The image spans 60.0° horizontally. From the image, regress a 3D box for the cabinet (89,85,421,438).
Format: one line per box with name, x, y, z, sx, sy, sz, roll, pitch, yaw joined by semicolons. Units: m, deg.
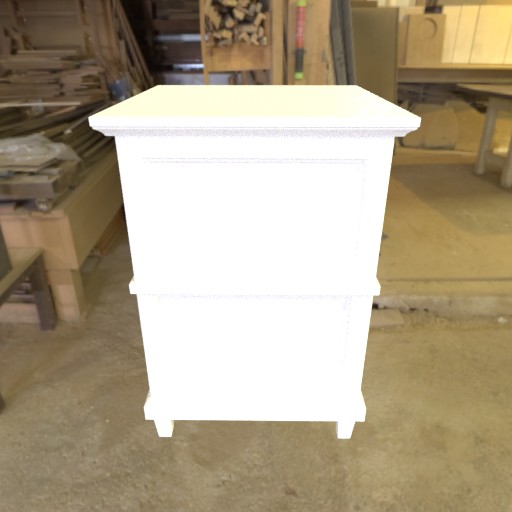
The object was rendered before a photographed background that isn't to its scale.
cabinet;0.000;0.000;1.141;0.547;0.775;0.544;0;26;1
